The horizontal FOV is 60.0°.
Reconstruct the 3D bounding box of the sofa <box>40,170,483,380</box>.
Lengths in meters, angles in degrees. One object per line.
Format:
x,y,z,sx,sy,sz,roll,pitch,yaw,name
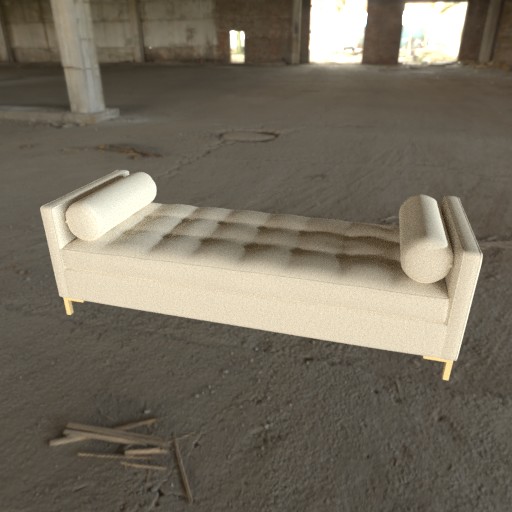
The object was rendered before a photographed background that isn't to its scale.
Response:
0.000,0.000,2.340,1.985,0.641,0.746,7,27,14,sofa
